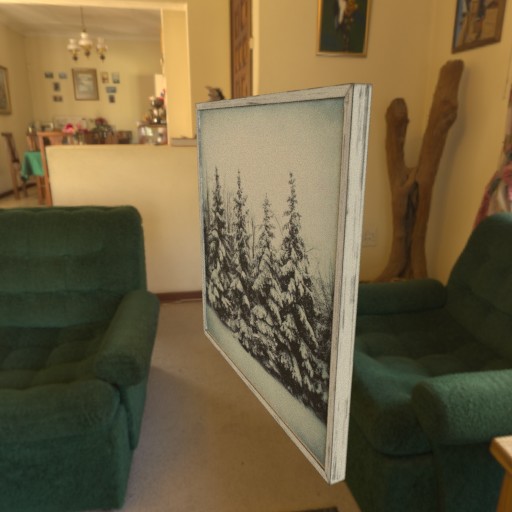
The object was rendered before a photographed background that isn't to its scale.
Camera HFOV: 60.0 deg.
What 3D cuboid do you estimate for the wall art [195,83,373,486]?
[{"bbox_3d":[0.000,0.000,1.122,0.037,0.761,0.761,-8,18,-25],"label":"wall art"}]
